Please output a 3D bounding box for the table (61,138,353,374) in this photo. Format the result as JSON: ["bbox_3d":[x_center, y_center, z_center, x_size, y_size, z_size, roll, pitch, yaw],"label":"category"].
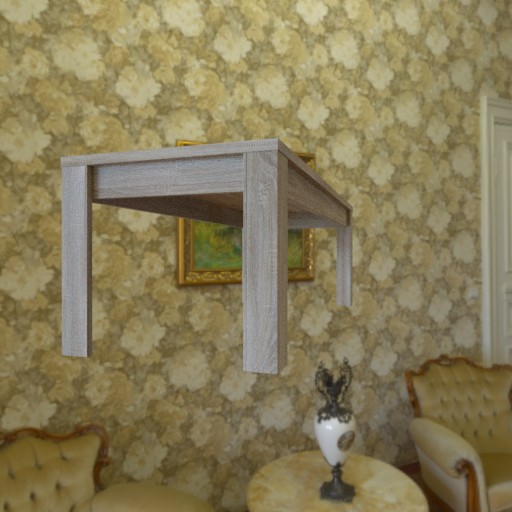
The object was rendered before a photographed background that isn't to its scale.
[{"bbox_3d":[0.000,0.000,2.665,0.900,0.790,2.200,0,0,19],"label":"table"}]
